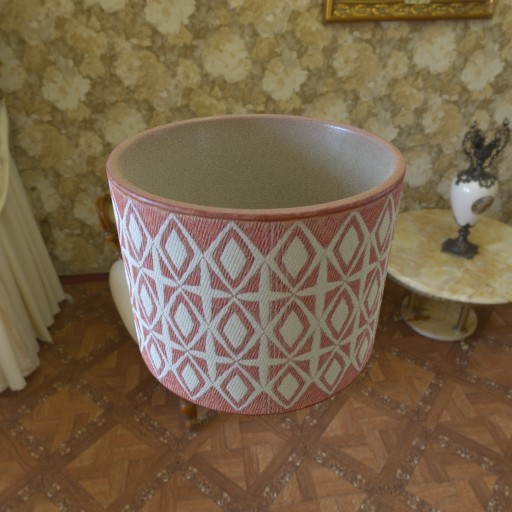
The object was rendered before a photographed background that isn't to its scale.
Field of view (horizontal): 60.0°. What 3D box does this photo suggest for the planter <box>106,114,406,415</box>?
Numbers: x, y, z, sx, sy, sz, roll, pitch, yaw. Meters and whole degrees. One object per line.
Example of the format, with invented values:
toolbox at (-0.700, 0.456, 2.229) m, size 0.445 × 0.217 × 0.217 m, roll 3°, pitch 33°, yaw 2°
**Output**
planter at (0.000, 0.000, 0.481) m, size 0.273 × 0.237 × 0.273 m, roll 0°, pitch 32°, yaw 0°
